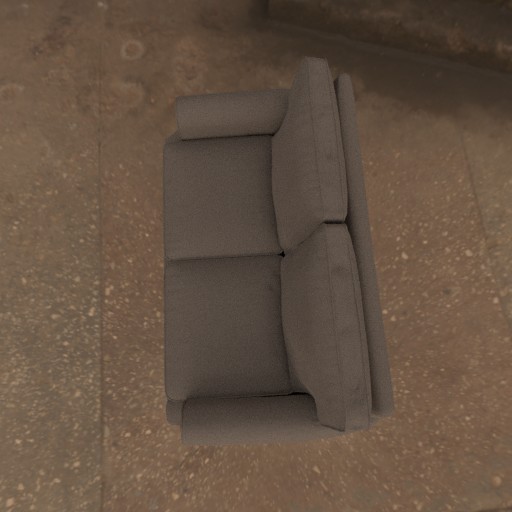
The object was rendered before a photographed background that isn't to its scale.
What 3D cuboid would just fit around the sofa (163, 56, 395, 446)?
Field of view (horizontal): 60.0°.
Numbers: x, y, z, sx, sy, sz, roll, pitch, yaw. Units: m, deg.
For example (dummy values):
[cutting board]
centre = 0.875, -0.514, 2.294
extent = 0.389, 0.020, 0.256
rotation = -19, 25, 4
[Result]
[sofa]
centre = 0.000, 0.000, 2.140
extent = 0.964, 0.937, 1.665
rotation = -3, 75, -1
